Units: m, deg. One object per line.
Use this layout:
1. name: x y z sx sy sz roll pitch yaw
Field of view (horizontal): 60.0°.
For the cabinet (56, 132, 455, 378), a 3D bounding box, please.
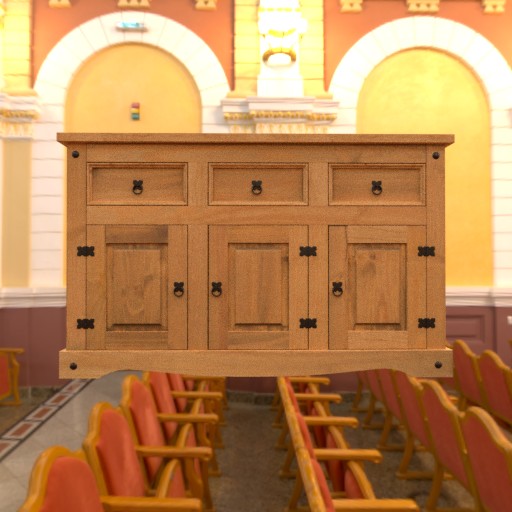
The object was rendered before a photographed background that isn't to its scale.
1. cabinet: 0.000 0.000 1.682 1.321 0.810 0.432 0 0 -1
